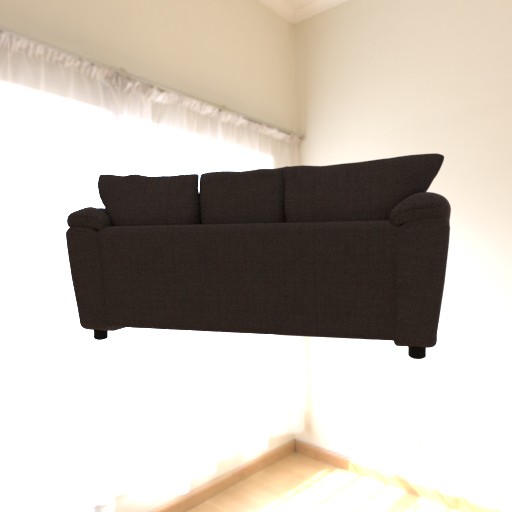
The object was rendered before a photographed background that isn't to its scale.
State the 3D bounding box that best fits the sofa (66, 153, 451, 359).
[{"bbox_3d":[0.000,0.000,2.870,2.336,1.080,0.883,0,-1,17],"label":"sofa"}]
